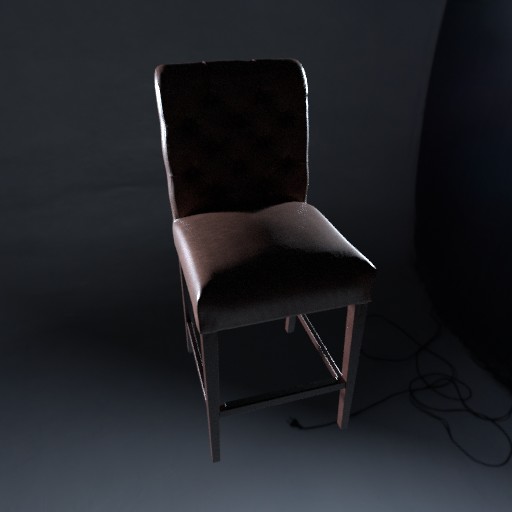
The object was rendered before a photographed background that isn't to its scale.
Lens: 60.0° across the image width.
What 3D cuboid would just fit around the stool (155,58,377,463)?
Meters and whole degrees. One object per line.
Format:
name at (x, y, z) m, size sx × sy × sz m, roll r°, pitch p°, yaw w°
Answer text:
stool at (0.000, 0.000, 1.422) m, size 0.486 × 1.084 × 0.660 m, roll -9°, pitch 33°, yaw -14°
